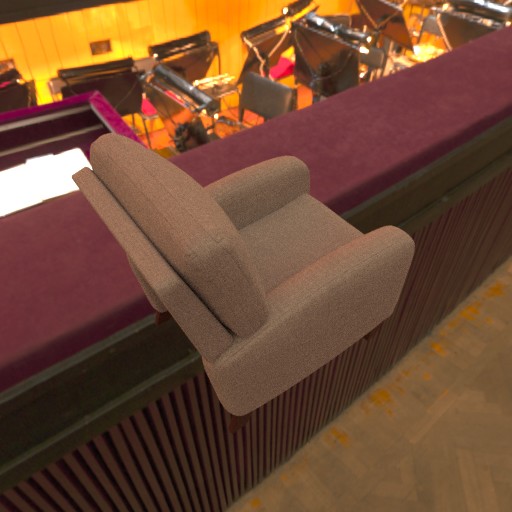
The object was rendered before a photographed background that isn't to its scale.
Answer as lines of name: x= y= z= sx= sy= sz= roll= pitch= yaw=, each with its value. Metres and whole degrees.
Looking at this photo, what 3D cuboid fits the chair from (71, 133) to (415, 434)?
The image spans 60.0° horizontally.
chair: x=0.000 y=0.000 z=1.679 sx=0.990 sy=0.990 sz=0.762 roll=-27 pitch=50 yaw=-25
